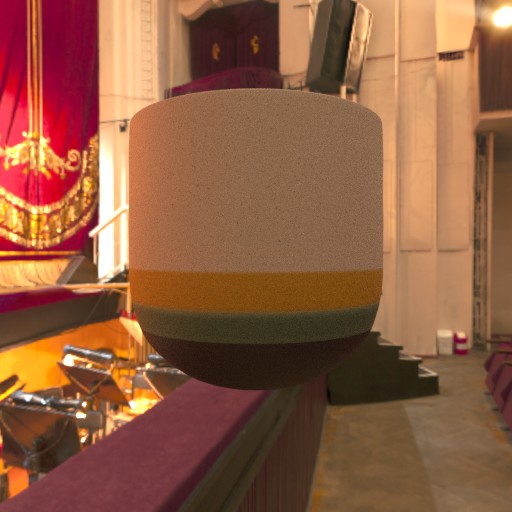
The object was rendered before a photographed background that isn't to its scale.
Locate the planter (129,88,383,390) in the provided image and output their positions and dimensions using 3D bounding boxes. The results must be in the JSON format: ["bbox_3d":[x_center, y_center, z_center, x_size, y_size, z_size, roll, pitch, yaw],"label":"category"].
[{"bbox_3d":[0.000,0.000,0.486,0.268,0.270,0.268,0,1,0],"label":"planter"}]
